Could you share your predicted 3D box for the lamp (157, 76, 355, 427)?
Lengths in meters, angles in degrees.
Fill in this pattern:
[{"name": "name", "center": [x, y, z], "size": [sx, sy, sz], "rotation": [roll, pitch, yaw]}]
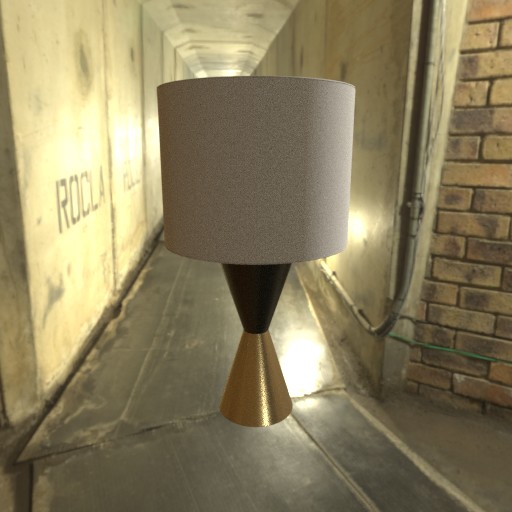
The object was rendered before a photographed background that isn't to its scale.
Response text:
[{"name": "lamp", "center": [0.000, 0.000, 0.759], "size": [0.304, 0.573, 0.304], "rotation": [7, 16, 27]}]
